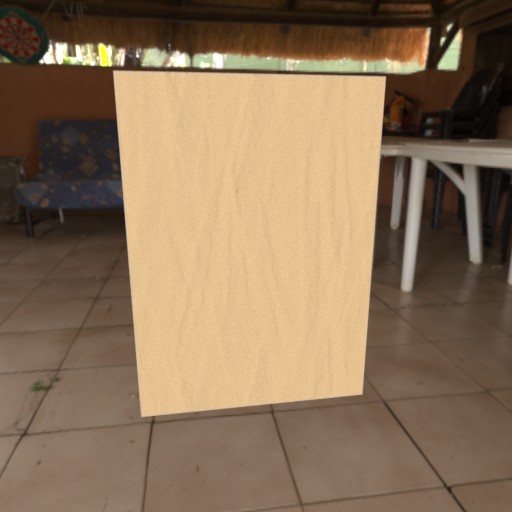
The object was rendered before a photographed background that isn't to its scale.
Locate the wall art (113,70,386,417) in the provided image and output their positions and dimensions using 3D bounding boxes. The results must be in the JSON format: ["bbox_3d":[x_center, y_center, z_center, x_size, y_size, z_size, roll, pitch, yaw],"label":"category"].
[{"bbox_3d":[0.000,0.000,1.458,0.810,1.116,0.016,-3,16,-9],"label":"wall art"}]
